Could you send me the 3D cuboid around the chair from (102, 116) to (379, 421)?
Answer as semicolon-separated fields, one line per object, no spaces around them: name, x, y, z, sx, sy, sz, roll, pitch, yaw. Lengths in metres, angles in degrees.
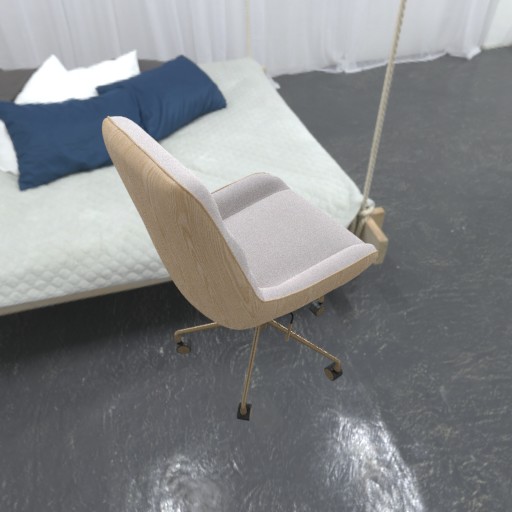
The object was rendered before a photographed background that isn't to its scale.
chair;0.000;0.000;1.356;0.668;0.952;0.564;-26;49;-25
